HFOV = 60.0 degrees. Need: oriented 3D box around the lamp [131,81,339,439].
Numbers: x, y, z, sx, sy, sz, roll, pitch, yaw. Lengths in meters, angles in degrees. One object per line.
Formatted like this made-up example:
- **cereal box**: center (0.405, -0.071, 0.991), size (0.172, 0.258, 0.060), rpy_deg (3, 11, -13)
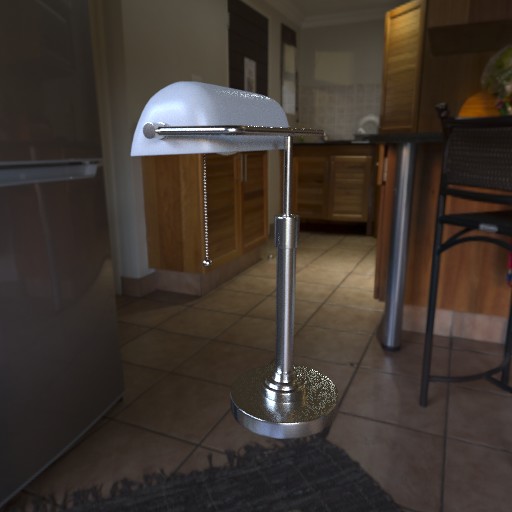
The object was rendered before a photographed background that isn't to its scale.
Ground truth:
- **lamp**: center (0.000, 0.000, 0.562), size (0.227, 0.404, 0.269), rpy_deg (7, 16, 25)
